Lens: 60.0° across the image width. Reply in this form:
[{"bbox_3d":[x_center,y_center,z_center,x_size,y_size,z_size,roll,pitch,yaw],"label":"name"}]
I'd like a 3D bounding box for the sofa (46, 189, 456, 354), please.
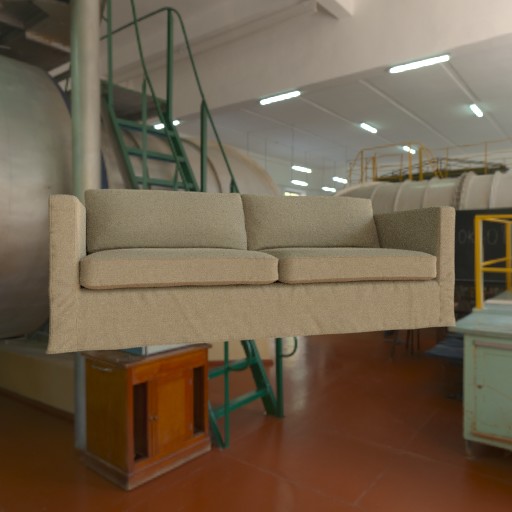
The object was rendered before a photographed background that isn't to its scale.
[{"bbox_3d":[0.000,0.000,2.764,2.296,0.847,0.956,-1,2,-17],"label":"sofa"}]
